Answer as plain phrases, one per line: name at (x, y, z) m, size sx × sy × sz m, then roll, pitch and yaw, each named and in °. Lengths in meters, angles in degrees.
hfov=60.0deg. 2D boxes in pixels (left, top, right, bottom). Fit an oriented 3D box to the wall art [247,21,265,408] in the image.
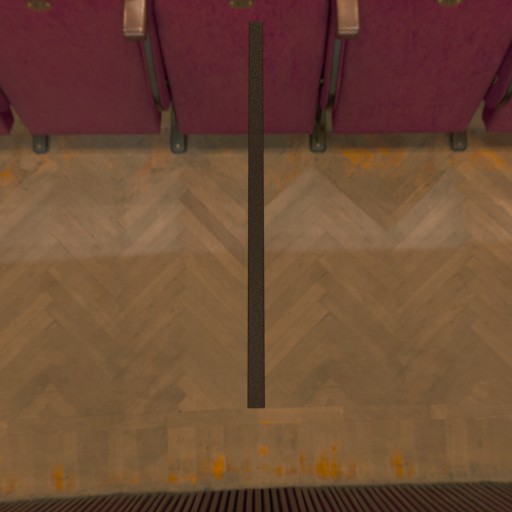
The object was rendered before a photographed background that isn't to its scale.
wall art at (0.000, 0.000, 1.346) m, size 0.030 × 1.027 × 0.774 m, roll 0°, pitch 77°, yaw 0°
